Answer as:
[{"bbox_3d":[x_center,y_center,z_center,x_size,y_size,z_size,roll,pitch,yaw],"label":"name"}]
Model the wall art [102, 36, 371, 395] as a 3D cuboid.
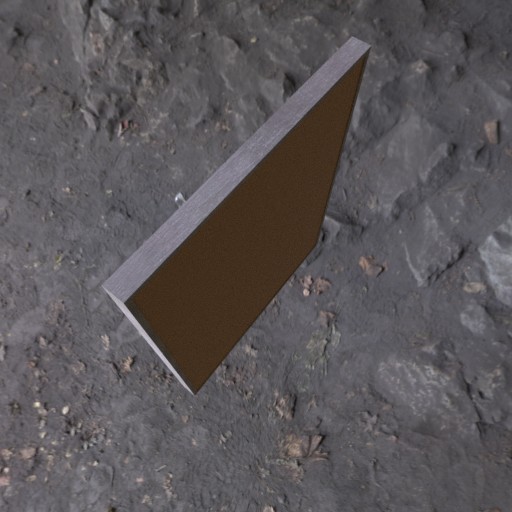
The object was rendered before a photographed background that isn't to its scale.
[{"bbox_3d":[0.000,0.000,0.704,0.032,0.521,0.421,35,69,16],"label":"wall art"}]
